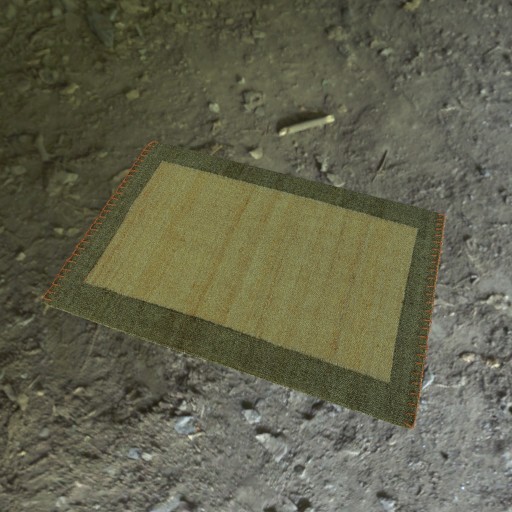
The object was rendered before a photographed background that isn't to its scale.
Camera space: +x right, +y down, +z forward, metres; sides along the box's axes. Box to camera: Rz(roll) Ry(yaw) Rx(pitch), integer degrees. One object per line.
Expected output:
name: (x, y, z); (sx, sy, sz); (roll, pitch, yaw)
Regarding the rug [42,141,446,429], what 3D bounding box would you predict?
rug: (0.000, 0.000, 2.316); (1.838, 0.019, 1.220); (16, 58, 10)
